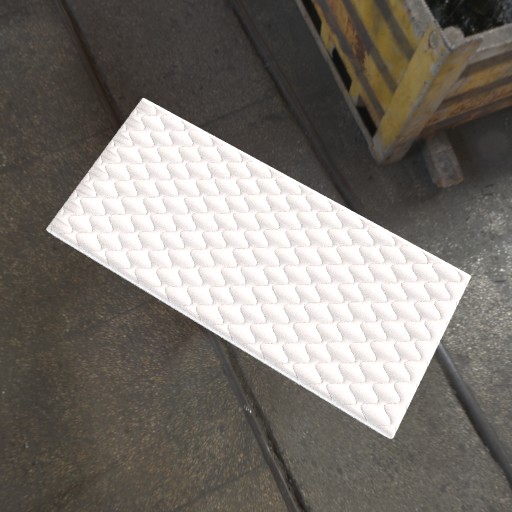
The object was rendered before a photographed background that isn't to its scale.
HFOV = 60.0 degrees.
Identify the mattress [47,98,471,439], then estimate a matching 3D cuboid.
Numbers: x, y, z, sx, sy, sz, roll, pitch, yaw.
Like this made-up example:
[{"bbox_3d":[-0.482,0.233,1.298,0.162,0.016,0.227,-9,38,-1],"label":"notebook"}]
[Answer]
[{"bbox_3d":[0.000,0.000,2.326,2.000,0.200,0.900,30,78,7],"label":"mattress"}]
